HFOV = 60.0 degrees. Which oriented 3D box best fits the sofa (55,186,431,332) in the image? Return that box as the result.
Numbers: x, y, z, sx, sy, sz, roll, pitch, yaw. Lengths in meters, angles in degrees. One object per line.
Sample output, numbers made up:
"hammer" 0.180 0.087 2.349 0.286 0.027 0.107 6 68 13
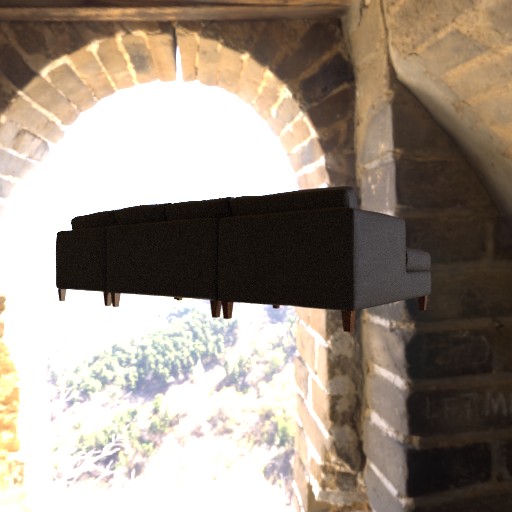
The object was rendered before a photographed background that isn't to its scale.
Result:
"sofa" 0.000 0.000 4.683 3.460 0.961 2.594 0 -1 37
